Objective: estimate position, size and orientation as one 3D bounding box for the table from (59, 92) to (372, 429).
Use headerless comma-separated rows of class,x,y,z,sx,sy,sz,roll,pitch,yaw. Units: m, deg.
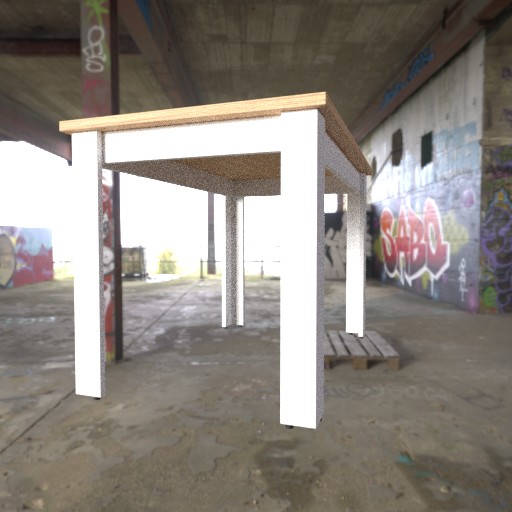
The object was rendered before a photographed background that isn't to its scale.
table,0.000,0.000,1.571,0.700,0.734,1.100,1,2,20
